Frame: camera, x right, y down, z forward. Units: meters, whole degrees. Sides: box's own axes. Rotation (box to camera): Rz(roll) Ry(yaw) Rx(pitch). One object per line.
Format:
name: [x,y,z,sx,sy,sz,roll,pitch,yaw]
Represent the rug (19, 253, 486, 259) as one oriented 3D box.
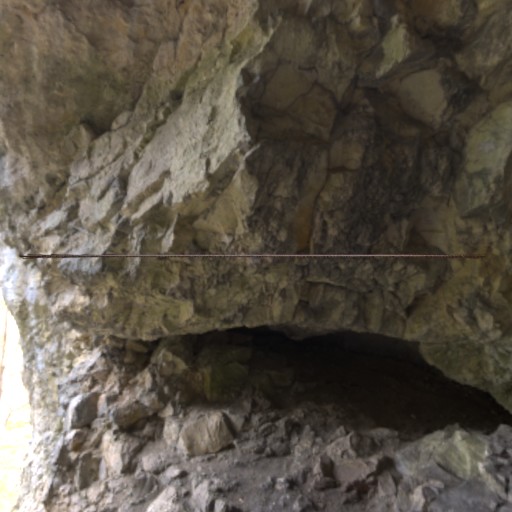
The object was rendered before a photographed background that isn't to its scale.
rug: [0.000,0.000,2.538,2.085,0.027,1.224,0,0,0]
